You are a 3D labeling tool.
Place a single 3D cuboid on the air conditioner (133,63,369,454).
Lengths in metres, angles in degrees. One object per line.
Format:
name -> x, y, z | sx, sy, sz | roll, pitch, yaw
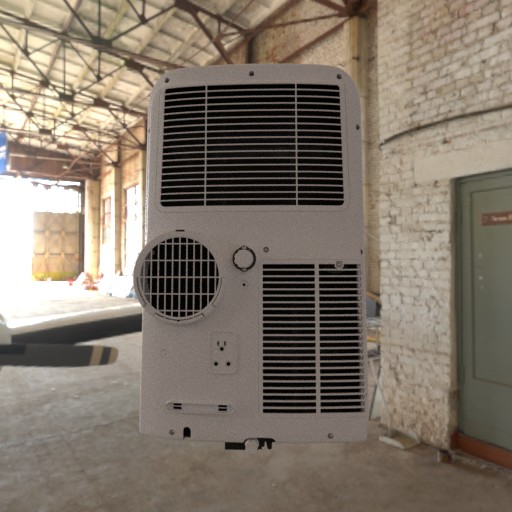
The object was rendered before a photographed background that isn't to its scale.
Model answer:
air conditioner -> 0.000, 0.000, 1.044 | 0.478, 0.765, 0.467 | 0, -1, 3
